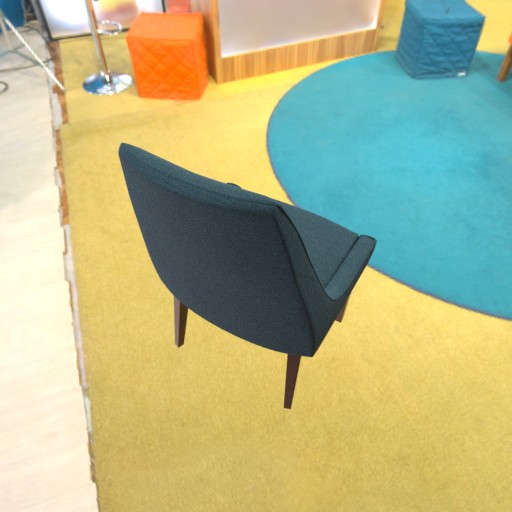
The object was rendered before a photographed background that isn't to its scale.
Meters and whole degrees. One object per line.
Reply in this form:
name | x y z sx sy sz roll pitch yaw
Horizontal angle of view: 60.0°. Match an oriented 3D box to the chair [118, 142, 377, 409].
chair | 0.000 0.000 1.232 0.529 0.861 0.544 24 52 21
